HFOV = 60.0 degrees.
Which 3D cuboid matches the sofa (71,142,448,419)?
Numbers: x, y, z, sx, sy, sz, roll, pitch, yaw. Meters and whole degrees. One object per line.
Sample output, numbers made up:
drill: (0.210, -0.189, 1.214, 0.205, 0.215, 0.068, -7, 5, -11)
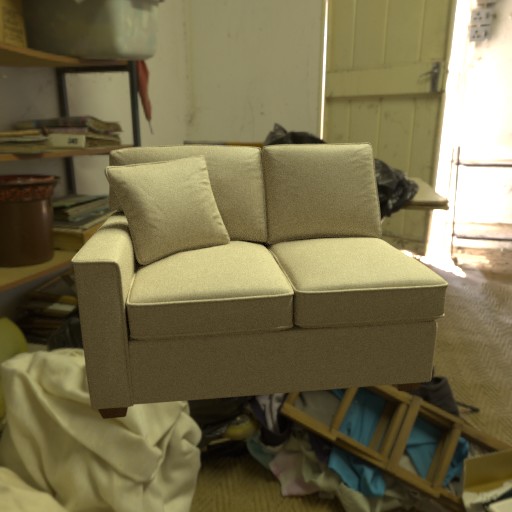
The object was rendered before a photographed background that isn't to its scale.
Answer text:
sofa: (0.000, 0.000, 2.051, 1.388, 0.989, 0.991, -2, 17, -8)
